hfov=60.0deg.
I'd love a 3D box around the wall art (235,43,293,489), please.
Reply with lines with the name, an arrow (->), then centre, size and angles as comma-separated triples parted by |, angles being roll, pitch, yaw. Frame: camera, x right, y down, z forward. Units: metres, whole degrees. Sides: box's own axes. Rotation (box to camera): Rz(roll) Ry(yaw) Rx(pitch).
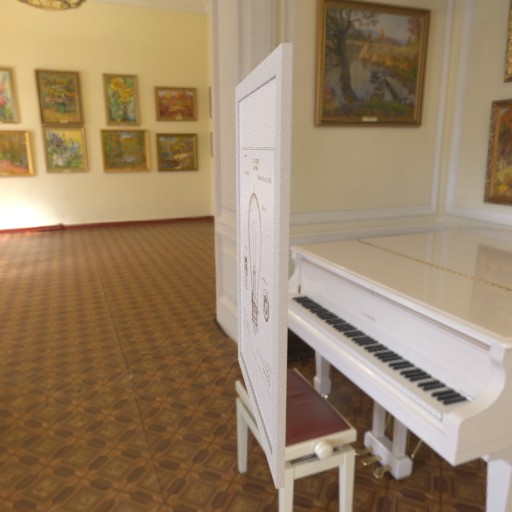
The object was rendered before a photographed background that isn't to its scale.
wall art -> 0.000, 0.000, 0.611 | 0.010, 0.474, 0.325 | -2, 14, -10
